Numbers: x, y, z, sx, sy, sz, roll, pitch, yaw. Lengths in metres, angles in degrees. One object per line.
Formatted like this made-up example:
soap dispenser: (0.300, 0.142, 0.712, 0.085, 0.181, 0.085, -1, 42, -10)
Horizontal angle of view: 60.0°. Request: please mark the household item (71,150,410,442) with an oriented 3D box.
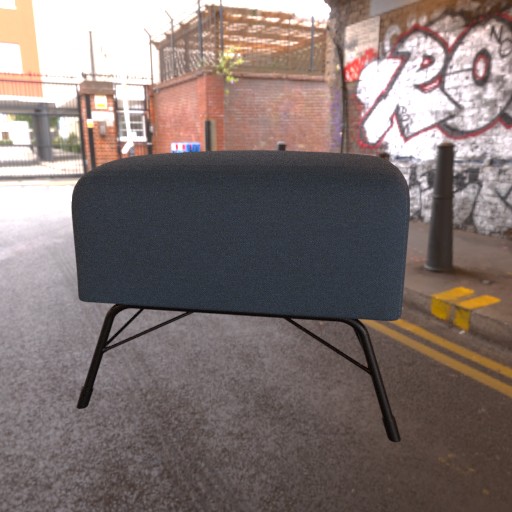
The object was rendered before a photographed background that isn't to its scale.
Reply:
household item: (0.000, 0.000, 0.904, 0.530, 0.420, 0.530, 2, 14, 9)
